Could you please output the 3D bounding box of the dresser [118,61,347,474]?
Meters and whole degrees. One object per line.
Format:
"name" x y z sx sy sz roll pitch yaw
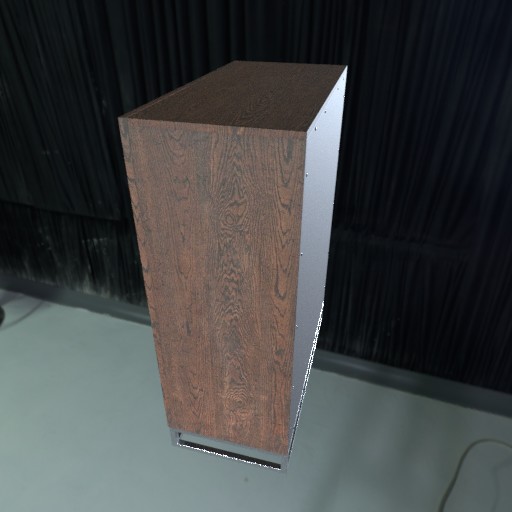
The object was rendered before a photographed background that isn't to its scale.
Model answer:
"dresser" 0.000 0.000 1.803 0.508 1.321 0.965 8 33 13
